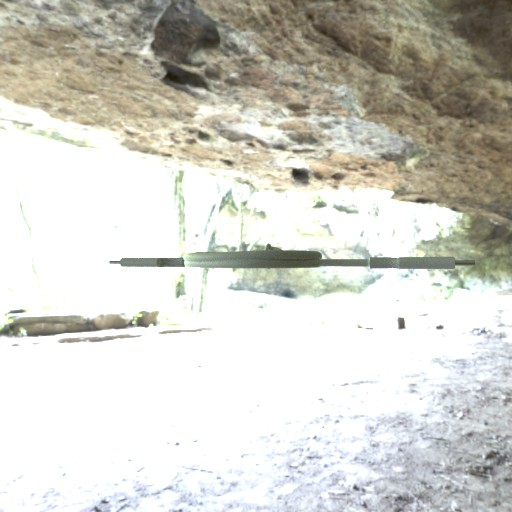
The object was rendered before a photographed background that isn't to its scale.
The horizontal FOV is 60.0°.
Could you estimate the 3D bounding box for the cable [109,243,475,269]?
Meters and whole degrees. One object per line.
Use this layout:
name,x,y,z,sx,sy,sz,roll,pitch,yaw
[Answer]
cable,0.000,0.000,0.219,0.203,0.014,0.070,0,0,18
